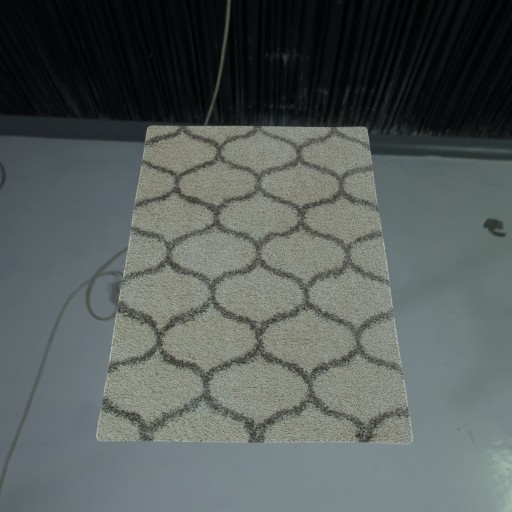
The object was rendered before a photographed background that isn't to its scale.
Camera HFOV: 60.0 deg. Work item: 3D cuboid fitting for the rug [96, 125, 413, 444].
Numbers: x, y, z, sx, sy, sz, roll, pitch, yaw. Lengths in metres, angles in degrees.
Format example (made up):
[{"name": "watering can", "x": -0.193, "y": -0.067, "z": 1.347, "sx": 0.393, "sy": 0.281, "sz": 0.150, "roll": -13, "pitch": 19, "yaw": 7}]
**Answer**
[{"name": "rug", "x": 0.000, "y": 0.000, "z": 2.051, "sx": 1.200, "sy": 0.025, "sz": 1.600, "roll": 0, "pitch": 62, "yaw": 0}]
